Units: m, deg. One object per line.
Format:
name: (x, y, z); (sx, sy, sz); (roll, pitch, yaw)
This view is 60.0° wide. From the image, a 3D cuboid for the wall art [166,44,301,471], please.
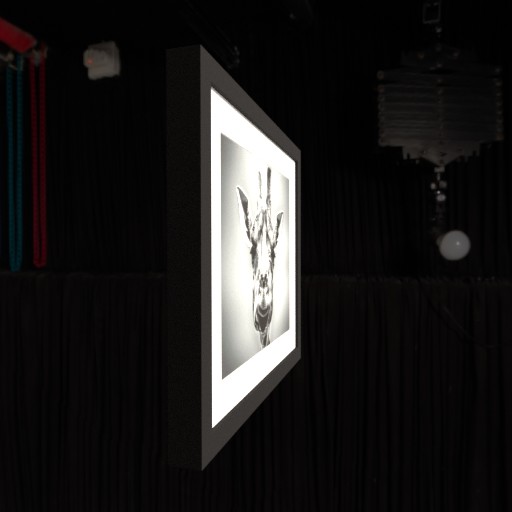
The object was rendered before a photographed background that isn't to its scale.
wall art: (0.000, 0.000, 0.529); (0.031, 0.330, 0.381); (0, 1, 17)
